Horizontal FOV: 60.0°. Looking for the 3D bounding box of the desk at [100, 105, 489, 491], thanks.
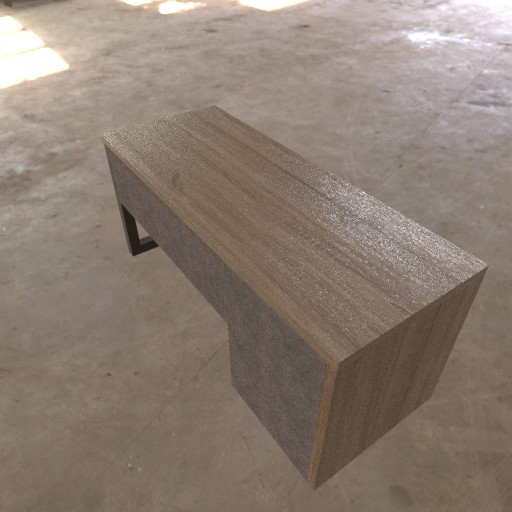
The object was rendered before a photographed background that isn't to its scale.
[{"bbox_3d":[0.000,0.000,2.063,0.690,0.760,1.700,-24,45,-27],"label":"desk"}]
